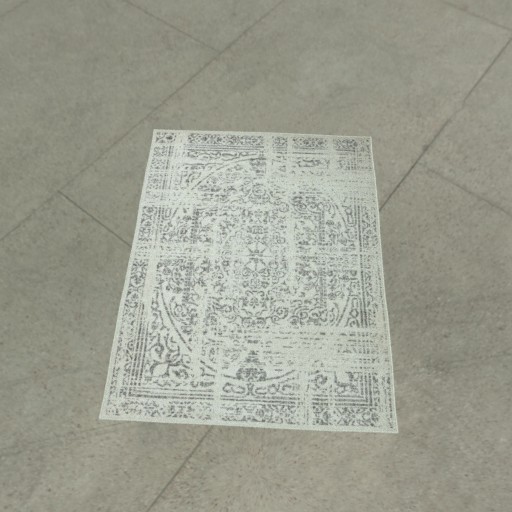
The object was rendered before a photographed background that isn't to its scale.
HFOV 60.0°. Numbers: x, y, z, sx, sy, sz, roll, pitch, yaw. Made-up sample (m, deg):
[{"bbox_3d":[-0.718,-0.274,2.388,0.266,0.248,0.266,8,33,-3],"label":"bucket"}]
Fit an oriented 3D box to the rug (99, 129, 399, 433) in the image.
[{"bbox_3d":[0.000,0.000,4.031,2.311,0.032,2.921,2,64,1],"label":"rug"}]
